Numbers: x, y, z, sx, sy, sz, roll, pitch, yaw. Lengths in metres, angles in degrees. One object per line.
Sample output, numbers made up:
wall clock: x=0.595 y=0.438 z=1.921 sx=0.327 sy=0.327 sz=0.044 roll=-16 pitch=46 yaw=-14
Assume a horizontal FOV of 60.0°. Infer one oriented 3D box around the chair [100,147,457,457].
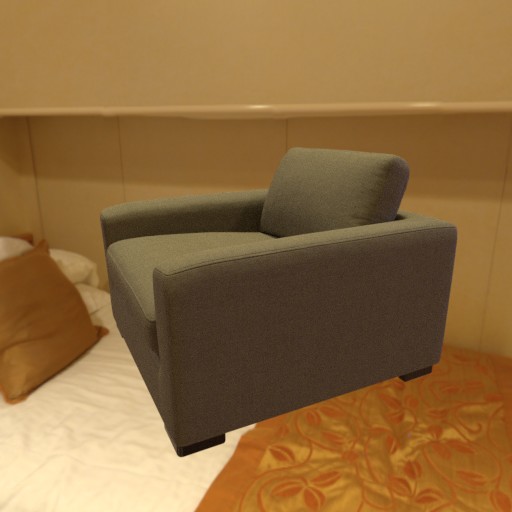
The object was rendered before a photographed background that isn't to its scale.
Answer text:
chair: x=0.000 y=0.000 z=1.849 sx=1.100 sy=0.847 sz=1.070 roll=-8 pitch=18 yaw=-26
